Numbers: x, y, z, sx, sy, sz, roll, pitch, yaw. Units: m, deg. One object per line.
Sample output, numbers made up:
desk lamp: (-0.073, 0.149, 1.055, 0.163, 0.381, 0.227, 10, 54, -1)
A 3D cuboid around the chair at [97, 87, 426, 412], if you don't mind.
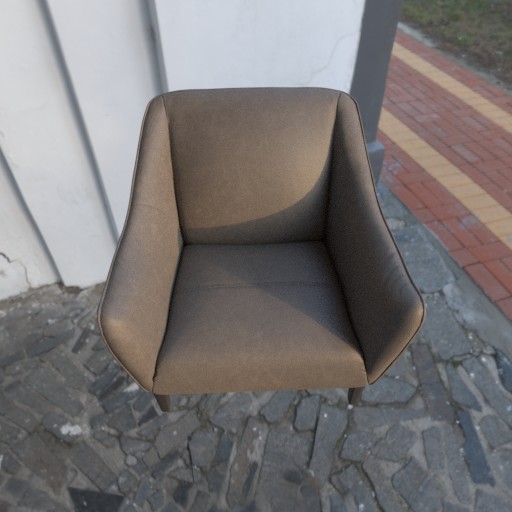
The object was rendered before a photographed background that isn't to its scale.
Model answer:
chair: (0.000, 0.000, 1.546, 0.871, 0.830, 0.852, -2, 46, -2)
